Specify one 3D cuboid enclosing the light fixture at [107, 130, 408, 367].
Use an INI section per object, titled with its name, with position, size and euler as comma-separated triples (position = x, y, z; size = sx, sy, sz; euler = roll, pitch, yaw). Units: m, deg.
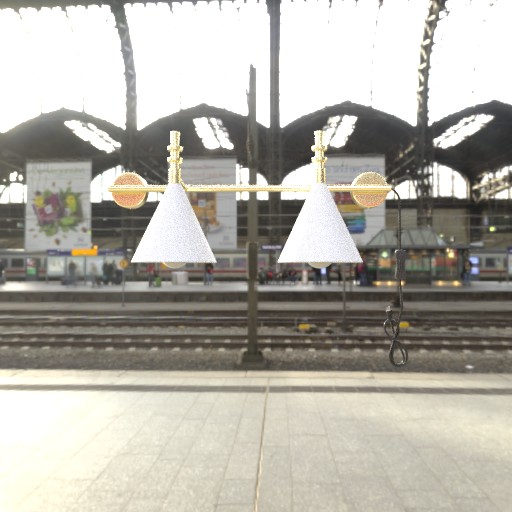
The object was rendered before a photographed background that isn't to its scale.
[light fixture]
position = 0.000, 0.000, 0.874
size = 0.642, 0.468, 0.239
euler = 0, -2, 1
